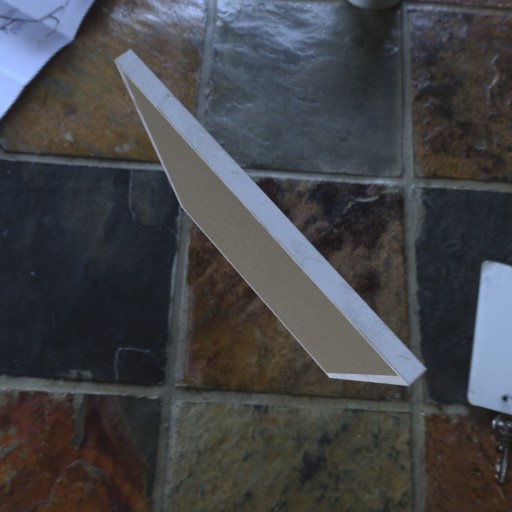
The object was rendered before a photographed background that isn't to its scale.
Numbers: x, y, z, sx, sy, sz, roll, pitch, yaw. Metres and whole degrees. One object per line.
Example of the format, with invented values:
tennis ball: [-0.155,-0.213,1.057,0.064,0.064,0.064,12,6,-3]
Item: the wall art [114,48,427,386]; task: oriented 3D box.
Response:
wall art: [0.000,0.000,1.114,0.038,0.757,0.760,-40,79,-9]
